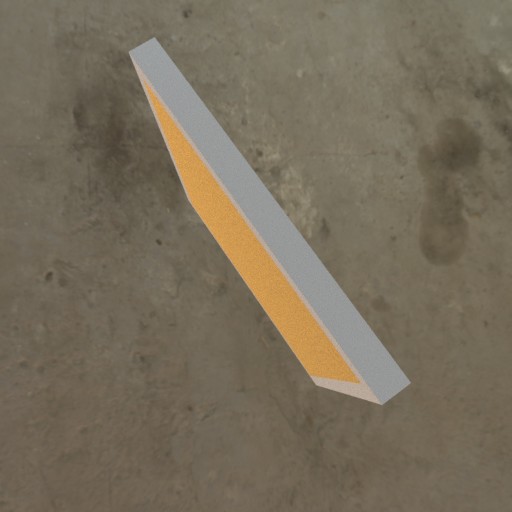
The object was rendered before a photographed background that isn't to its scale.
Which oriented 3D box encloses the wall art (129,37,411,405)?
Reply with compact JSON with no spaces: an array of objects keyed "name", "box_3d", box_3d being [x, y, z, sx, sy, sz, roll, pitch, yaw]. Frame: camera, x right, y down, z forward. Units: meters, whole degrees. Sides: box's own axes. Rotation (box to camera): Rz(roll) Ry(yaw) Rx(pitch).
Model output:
[{"name":"wall art","box_3d":[0.000,0.000,1.907,0.098,1.291,1.289,-34,78,-8]}]
